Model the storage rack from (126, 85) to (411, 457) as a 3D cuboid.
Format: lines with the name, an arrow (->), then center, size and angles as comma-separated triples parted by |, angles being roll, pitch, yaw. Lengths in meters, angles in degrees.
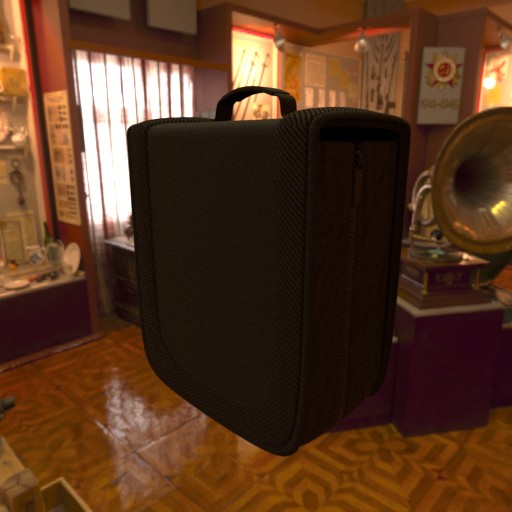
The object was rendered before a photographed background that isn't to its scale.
storage rack -> 0.000, 0.000, 0.541 | 0.168, 0.387, 0.297 | -14, 20, -43
